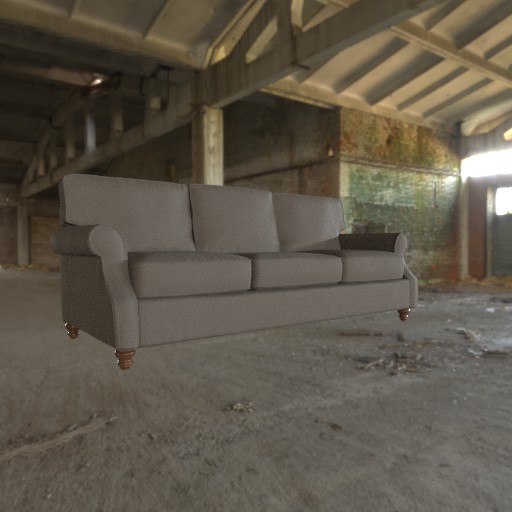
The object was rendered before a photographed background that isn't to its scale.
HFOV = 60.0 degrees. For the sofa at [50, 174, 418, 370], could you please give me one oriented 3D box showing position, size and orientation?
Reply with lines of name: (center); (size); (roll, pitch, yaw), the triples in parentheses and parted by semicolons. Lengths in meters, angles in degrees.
sofa: (0.000, 0.000, 2.863); (2.353, 0.948, 0.966); (-1, 2, -37)
